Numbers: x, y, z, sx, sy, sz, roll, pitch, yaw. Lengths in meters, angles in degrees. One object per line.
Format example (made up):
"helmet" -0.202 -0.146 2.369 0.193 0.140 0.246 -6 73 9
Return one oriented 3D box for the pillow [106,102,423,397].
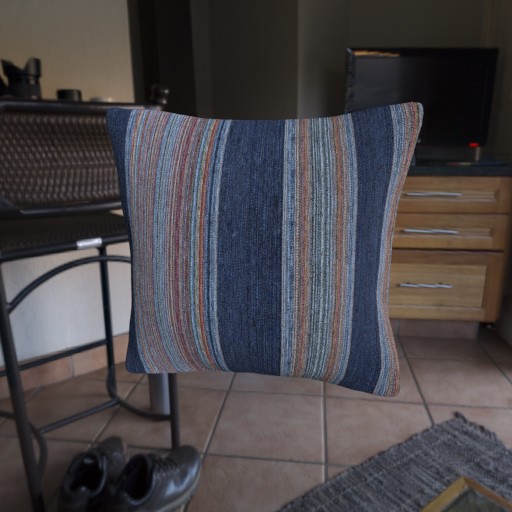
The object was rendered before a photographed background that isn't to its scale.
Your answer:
"pillow" 0.000 0.000 0.645 0.437 0.419 0.136 2 14 9
